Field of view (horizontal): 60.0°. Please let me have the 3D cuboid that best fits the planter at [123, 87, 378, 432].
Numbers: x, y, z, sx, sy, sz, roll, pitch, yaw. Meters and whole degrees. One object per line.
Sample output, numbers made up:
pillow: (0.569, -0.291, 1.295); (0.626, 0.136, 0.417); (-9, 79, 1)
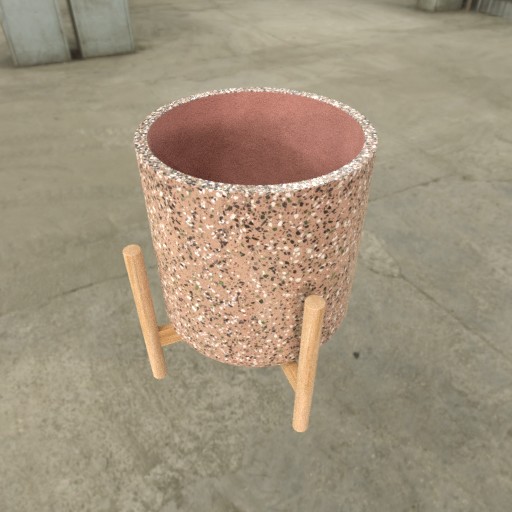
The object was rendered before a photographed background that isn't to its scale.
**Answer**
planter: (0.000, 0.000, 0.696); (0.360, 0.419, 0.360); (0, 40, 0)
